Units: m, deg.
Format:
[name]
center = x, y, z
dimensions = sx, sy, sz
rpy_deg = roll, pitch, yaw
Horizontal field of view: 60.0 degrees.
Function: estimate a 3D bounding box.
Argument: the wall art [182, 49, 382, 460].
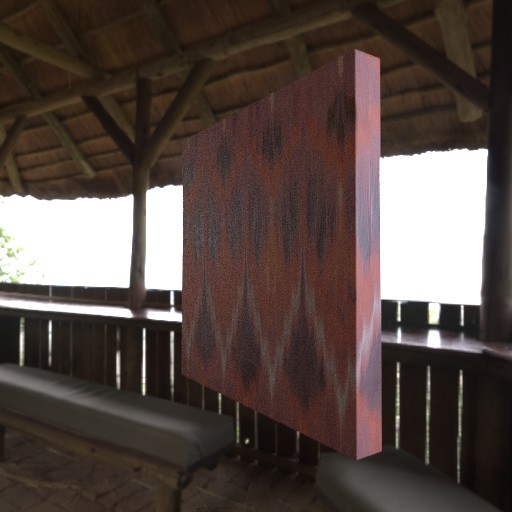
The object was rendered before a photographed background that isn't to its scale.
[wall art]
center = 0.000, 0.000, 0.613
dimensions = 0.038, 0.406, 0.403
rpy_deg = 1, -1, -34
